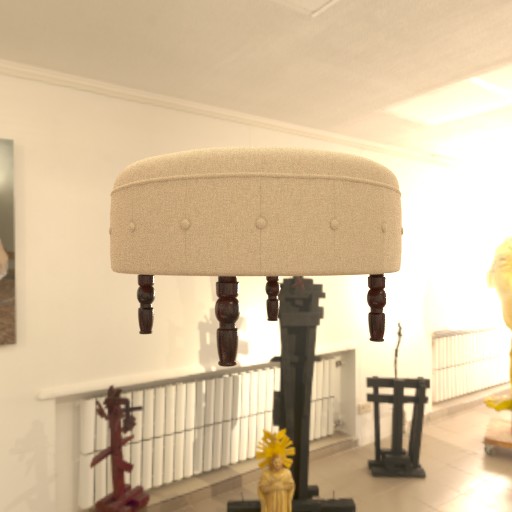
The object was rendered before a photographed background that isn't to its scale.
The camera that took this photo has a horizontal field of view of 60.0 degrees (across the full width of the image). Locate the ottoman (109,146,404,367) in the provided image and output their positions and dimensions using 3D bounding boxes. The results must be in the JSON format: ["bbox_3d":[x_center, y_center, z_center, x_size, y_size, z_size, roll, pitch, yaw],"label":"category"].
[{"bbox_3d":[0.000,0.000,1.356,0.848,0.494,0.848,0,0,0],"label":"ottoman"}]
